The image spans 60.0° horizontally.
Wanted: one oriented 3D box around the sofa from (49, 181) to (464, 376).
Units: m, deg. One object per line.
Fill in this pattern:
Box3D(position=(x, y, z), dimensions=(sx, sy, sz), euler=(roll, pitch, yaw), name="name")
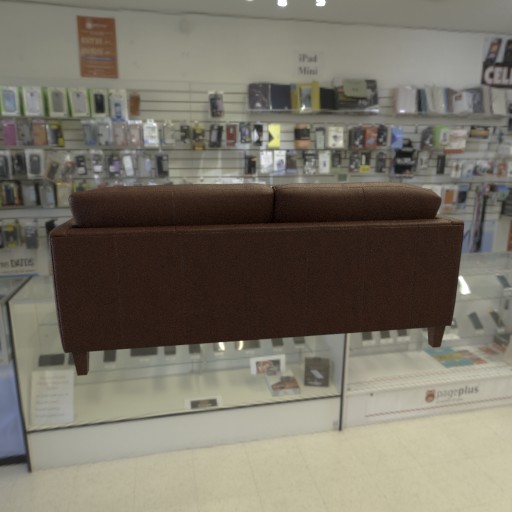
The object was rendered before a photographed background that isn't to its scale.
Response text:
Box3D(position=(0.000, 0.000, 2.523), dimensions=(1.971, 0.863, 0.923), euler=(-2, 14, -9), name="sofa")
